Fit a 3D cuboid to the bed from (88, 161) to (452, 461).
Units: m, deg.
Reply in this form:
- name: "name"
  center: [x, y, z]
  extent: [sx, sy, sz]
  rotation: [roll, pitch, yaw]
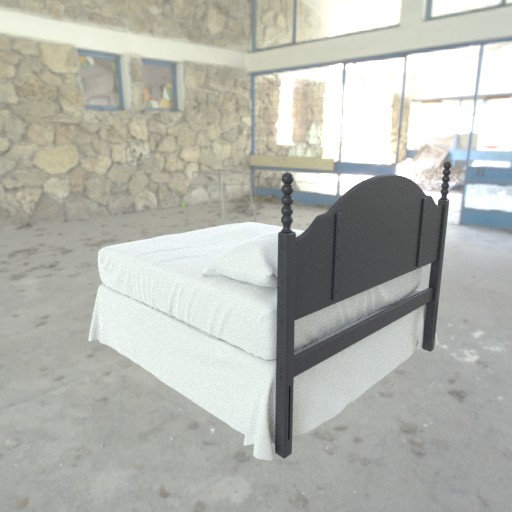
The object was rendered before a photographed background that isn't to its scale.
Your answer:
- name: "bed"
  center: [0.000, 0.000, 3.217]
  extent: [1.873, 1.356, 2.040]
  rotation: [-14, 20, -43]
